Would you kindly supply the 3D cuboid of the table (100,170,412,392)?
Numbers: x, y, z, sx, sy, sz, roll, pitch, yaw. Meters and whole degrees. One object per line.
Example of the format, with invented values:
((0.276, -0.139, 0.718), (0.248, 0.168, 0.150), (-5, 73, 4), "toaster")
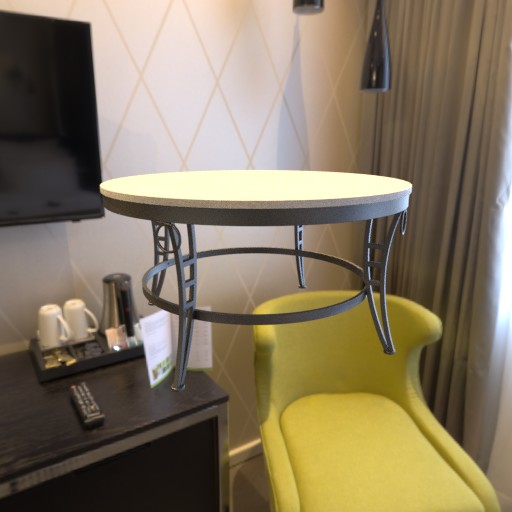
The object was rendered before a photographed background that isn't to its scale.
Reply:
((0.000, 0.000, 1.393), (0.889, 0.470, 0.889), (0, 15, 0), "table")
